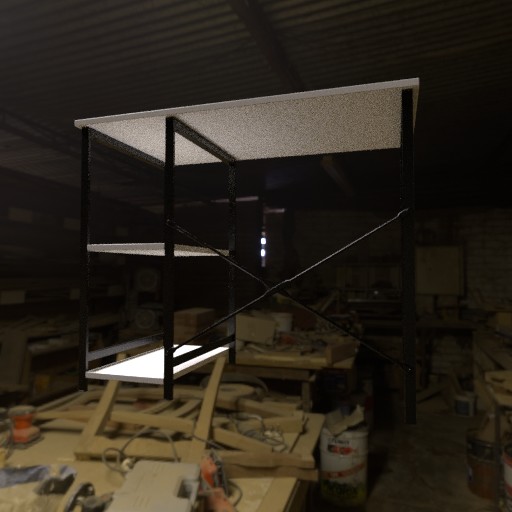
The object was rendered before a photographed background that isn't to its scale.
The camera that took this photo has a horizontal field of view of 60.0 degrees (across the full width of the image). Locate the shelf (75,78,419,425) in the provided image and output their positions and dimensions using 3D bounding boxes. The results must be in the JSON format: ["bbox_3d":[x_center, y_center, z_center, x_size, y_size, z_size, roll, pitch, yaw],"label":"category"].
[{"bbox_3d":[0.000,0.000,1.324,0.902,0.750,0.498,-1,-2,18],"label":"shelf"}]
